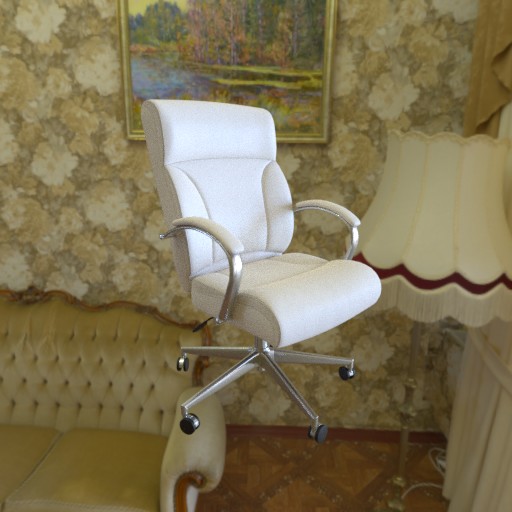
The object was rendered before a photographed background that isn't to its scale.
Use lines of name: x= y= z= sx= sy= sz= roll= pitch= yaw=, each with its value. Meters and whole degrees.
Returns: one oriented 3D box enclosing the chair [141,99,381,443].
chair: x=0.000 y=0.000 z=1.611 sx=0.745 sy=1.099 sz=0.727 roll=14 pitch=20 yaw=43
